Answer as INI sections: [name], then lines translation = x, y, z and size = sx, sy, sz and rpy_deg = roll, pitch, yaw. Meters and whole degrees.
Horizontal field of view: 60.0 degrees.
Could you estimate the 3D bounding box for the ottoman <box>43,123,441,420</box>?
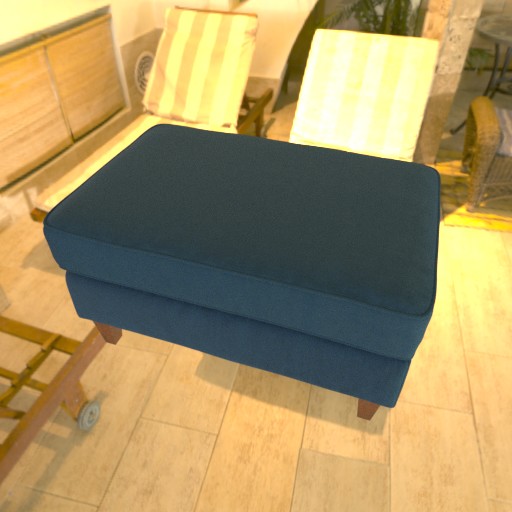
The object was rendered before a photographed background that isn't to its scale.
[ottoman]
translation = 0.000, 0.000, 1.213
size = 0.862, 0.484, 0.583
rpy_deg = 13, 43, 14
